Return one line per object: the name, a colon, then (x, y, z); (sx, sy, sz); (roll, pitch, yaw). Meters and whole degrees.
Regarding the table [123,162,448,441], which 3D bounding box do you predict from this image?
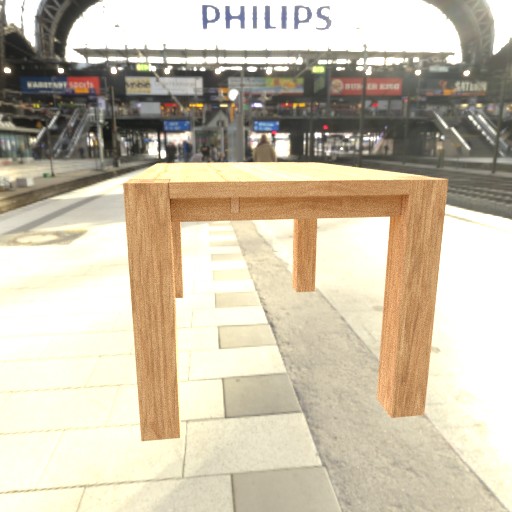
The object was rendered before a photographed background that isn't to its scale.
table: (0.000, 0.000, 1.958); (0.900, 0.760, 1.400); (-2, 14, -8)
